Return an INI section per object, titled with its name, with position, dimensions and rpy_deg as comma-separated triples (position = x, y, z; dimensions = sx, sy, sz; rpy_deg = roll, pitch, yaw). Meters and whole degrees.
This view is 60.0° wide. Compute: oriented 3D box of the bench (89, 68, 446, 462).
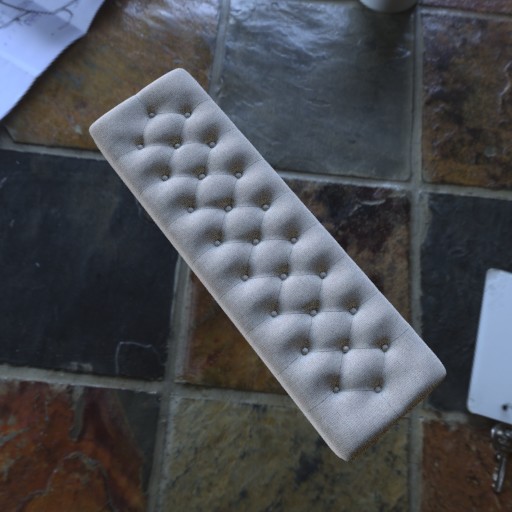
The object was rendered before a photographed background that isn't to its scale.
[bench]
position = 0.000, 0.000, 1.732
dimensions = 0.455, 0.467, 1.480
rpy_deg = -38, 79, -9
